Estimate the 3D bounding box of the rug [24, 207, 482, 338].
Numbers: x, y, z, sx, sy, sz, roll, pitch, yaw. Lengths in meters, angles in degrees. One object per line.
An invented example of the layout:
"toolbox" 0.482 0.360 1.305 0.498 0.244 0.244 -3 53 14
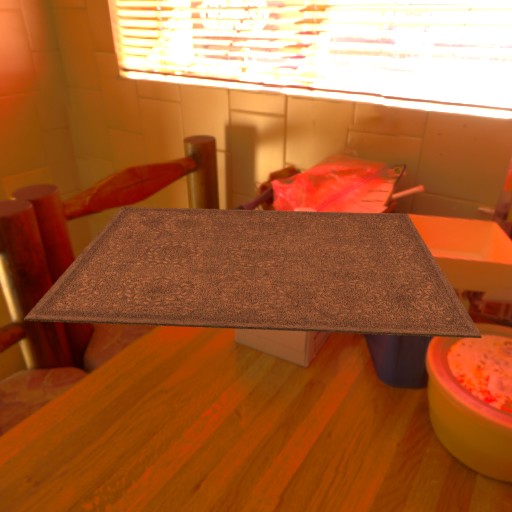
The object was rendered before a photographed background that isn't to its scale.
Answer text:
"rug" 0.000 0.000 2.289 1.819 0.012 1.208 2 28 3
